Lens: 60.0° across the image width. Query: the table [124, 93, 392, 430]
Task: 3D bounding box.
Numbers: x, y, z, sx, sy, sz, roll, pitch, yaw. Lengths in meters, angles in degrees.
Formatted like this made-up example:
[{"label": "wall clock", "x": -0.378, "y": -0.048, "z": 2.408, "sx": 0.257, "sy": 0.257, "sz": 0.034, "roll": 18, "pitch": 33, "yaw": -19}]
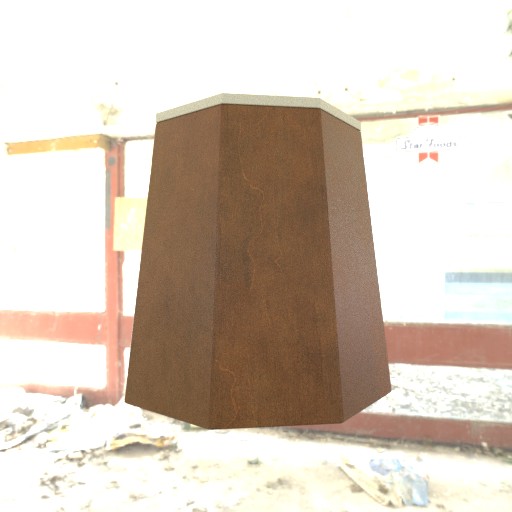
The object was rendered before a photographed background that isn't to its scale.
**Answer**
[{"label": "table", "x": 0.000, "y": 0.000, "z": 0.802, "sx": 0.439, "sy": 0.457, "sz": 0.439, "roll": -1, "pitch": -1, "yaw": 36}]
